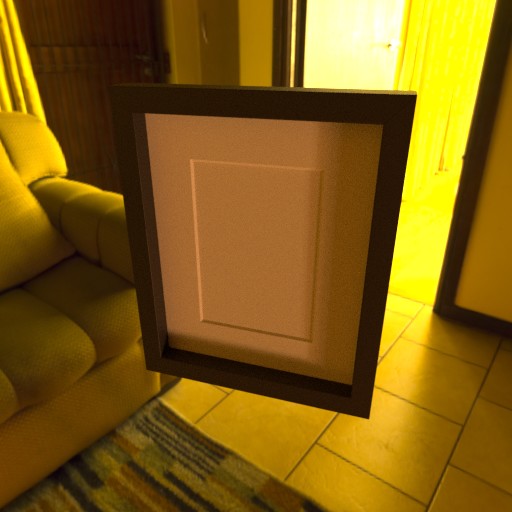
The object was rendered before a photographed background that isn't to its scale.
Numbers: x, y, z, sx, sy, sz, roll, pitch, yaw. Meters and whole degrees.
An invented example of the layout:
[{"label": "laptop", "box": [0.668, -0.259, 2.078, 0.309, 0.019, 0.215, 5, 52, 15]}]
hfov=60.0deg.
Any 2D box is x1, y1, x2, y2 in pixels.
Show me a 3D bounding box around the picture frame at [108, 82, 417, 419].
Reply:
[{"label": "picture frame", "box": [0.000, 0.000, 0.398, 0.232, 0.284, 0.042, 8, 27, 16]}]
